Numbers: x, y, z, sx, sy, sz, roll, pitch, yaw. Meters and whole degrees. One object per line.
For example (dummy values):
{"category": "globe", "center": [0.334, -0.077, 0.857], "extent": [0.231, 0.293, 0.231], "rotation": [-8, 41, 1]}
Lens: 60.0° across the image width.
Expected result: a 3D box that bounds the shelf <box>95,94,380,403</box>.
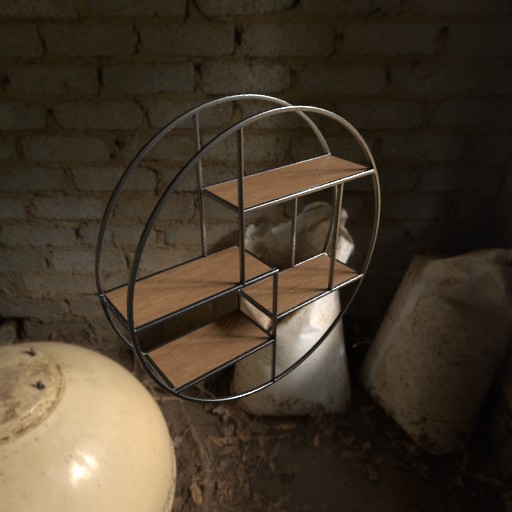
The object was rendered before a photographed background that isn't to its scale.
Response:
{"category": "shelf", "center": [0.000, 0.000, 1.320], "extent": [0.888, 0.888, 0.202], "rotation": [-22, 36, -32]}
